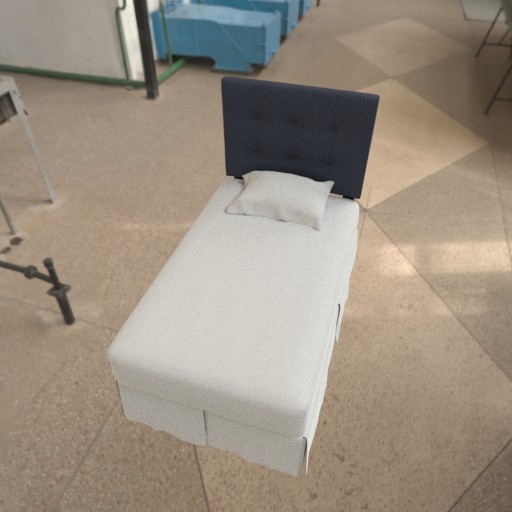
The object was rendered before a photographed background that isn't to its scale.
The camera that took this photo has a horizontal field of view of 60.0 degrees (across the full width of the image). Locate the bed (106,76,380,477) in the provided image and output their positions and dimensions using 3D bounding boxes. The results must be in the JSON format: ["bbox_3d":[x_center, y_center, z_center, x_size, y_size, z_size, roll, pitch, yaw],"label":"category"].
[{"bbox_3d":[0.000,0.000,2.953,1.261,1.571,1.997,12,44,13],"label":"bed"}]
